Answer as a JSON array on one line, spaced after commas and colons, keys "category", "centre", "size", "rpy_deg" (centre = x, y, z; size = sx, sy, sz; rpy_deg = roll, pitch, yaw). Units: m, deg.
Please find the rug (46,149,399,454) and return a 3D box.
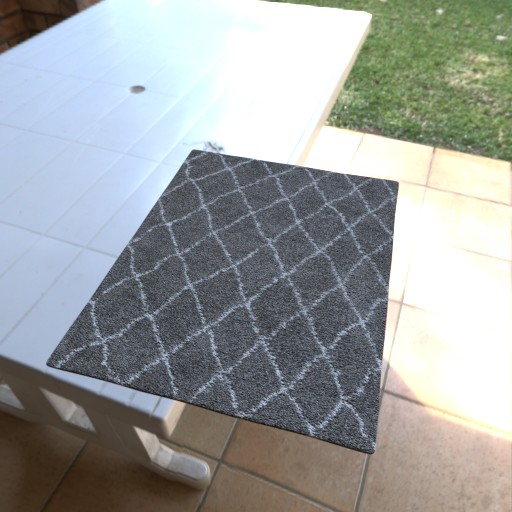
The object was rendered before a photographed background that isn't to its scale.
[{"category": "rug", "centre": [0.000, 0.000, 4.108], "size": [2.438, 0.029, 3.047], "rpy_deg": [11, 47, 11]}]
